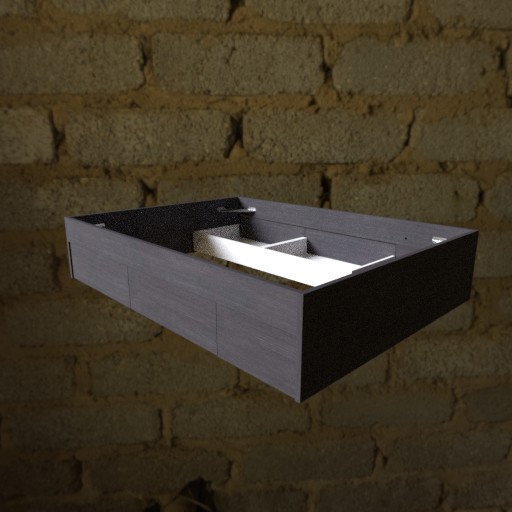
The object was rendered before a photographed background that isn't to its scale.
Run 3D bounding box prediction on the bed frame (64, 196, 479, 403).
[{"bbox_3d":[0.000,0.000,2.619,1.448,0.459,1.944,-14,20,-42],"label":"bed frame"}]
